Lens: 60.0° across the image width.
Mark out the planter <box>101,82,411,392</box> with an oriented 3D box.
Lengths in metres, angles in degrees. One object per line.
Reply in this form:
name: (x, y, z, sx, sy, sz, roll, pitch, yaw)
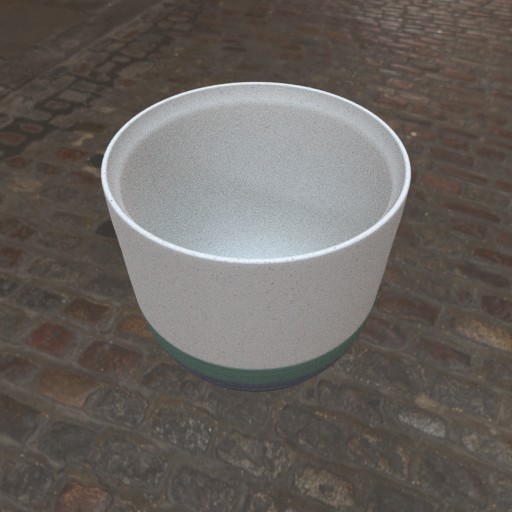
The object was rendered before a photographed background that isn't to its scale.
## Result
planter: (0.000, 0.000, 0.488, 0.268, 0.270, 0.268, 0, 47, 0)
